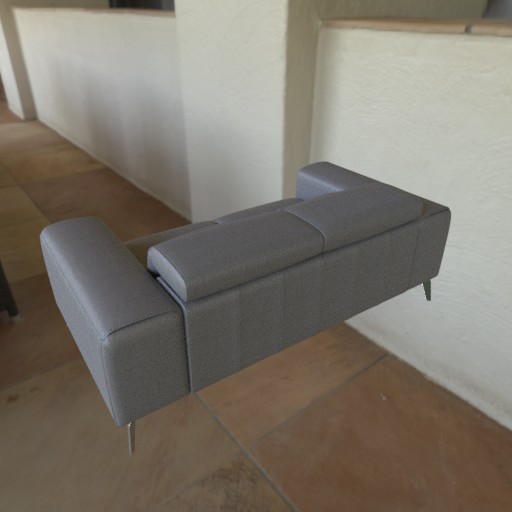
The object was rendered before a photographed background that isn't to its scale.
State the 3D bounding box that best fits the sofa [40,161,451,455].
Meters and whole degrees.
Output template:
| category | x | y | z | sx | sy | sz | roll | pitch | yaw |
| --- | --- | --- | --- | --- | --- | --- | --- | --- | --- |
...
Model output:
| category | x | y | z | sx | sy | sz | roll | pitch | yaw |
| --- | --- | --- | --- | --- | --- | --- | --- | --- | --- |
| sofa | 0.000 | 0.000 | 2.384 | 1.930 | 0.753 | 1.024 | -19 | 34 | -29 |
